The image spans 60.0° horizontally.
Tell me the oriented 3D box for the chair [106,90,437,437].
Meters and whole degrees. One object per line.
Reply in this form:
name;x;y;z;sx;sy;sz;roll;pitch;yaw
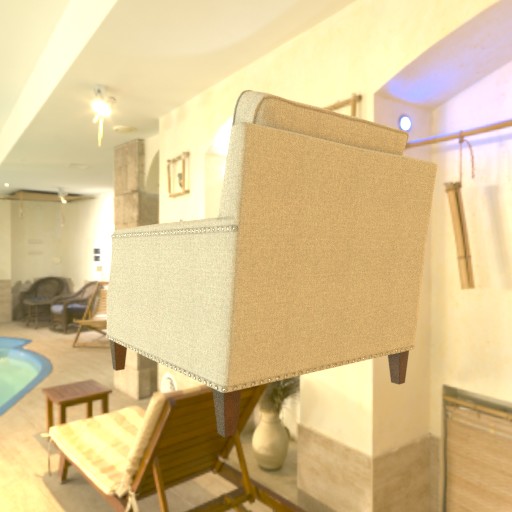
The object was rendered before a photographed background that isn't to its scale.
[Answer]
chair;0.000;0.000;1.713;0.853;0.943;1.014;-1;1;-37
